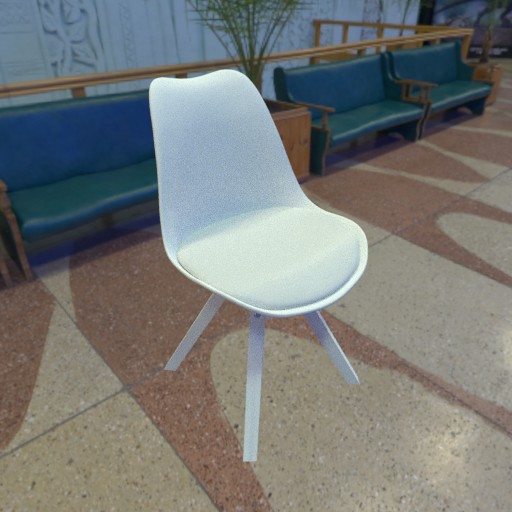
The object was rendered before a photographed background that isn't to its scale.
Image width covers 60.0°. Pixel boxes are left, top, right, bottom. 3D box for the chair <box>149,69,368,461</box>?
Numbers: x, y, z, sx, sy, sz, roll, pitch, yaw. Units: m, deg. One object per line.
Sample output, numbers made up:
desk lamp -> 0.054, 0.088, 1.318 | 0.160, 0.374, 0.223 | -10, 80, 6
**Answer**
chair -> 0.000, 0.000, 1.183 | 0.485, 0.850, 0.550 | -23, 38, -33
